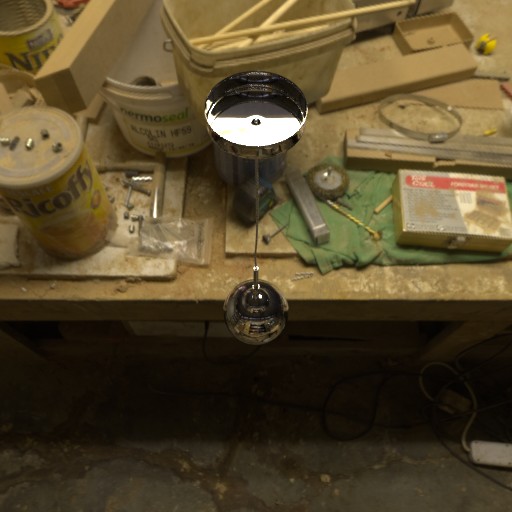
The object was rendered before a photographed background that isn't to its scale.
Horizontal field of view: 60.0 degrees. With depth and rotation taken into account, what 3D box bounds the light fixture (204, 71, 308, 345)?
[{"bbox_3d":[0.000,0.000,1.743,0.336,1.538,0.336,1,62,1],"label":"light fixture"}]
